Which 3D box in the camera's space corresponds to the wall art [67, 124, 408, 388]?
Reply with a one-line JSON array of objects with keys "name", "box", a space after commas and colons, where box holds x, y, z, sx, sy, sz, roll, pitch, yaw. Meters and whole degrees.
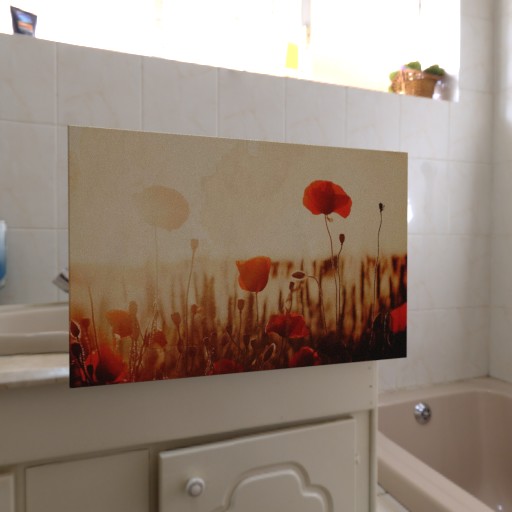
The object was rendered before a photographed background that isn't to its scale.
[{"name": "wall art", "box": [0.000, 0.000, 0.788, 0.613, 0.402, 0.040, 0, 1, -18]}]
